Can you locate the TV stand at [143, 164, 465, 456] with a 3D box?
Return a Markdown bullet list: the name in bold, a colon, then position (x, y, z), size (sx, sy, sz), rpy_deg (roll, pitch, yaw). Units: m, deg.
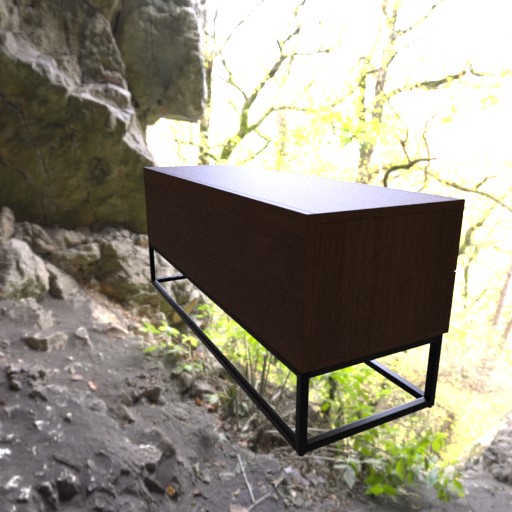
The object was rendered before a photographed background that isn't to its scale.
- **TV stand**: position (0.000, 0.000, 1.436), size (0.415, 0.500, 1.200), rpy_deg (-8, 17, -26)
